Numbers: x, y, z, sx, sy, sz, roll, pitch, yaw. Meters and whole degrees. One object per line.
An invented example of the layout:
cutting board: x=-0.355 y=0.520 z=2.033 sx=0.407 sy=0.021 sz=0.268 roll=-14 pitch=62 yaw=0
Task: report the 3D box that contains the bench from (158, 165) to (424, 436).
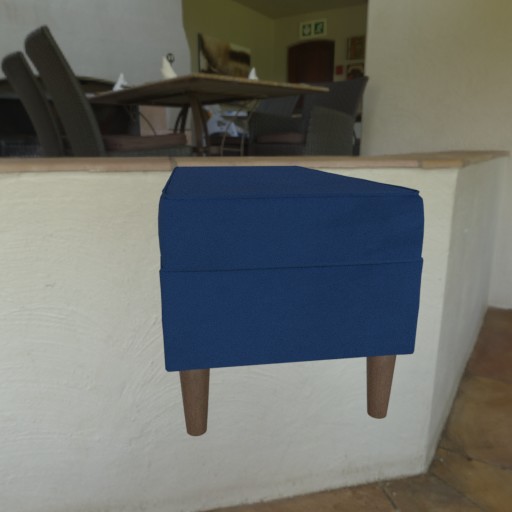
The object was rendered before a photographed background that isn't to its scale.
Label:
bench: x=0.000 y=0.000 z=1.283 sx=0.489 sy=0.467 sz=1.010 roll=-2 pitch=14 yaw=-8
